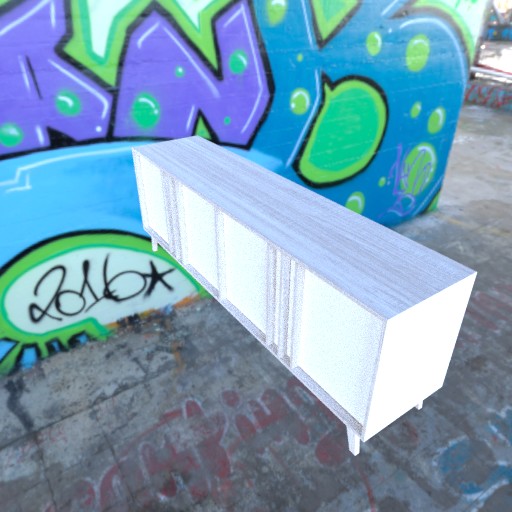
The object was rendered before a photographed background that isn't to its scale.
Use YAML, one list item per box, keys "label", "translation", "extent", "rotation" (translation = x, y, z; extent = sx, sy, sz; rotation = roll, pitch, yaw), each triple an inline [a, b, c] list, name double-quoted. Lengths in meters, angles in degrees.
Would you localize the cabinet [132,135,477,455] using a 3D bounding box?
- label: "cabinet"
  translation: [0.000, 0.000, 2.522]
  extent: [0.500, 0.780, 2.200]
  rotation: [-20, 36, -29]
